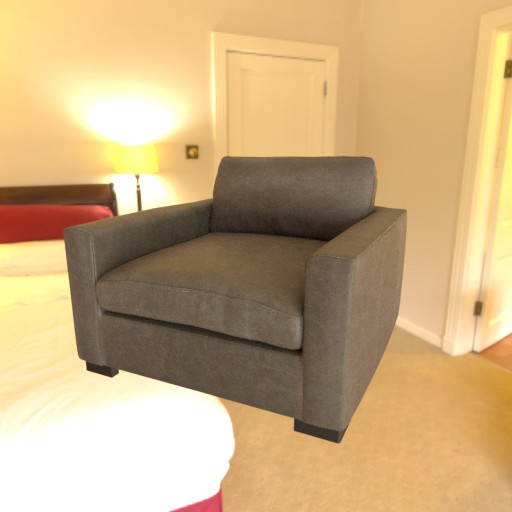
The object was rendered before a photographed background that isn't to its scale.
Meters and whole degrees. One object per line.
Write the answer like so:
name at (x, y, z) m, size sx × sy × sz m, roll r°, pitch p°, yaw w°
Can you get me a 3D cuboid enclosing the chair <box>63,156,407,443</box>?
chair at (0.000, 0.000, 1.860) m, size 1.106 × 0.807 × 1.080 m, roll 7°, pitch 16°, yaw 25°
